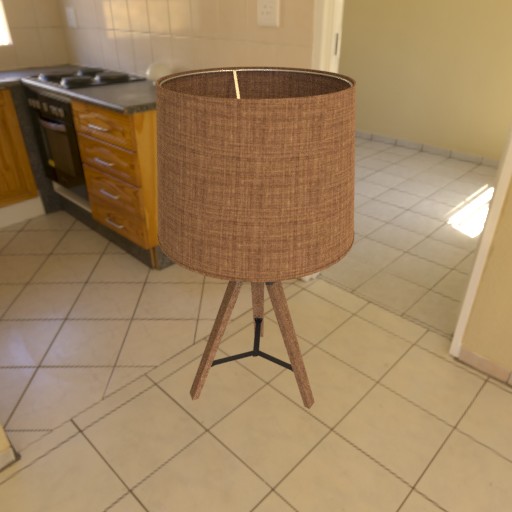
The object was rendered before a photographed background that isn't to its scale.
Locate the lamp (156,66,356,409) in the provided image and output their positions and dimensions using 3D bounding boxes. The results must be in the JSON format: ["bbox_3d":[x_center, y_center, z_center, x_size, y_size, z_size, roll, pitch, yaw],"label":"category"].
[{"bbox_3d":[0.000,0.000,0.688,0.290,0.514,0.290,0,30,0],"label":"lamp"}]
